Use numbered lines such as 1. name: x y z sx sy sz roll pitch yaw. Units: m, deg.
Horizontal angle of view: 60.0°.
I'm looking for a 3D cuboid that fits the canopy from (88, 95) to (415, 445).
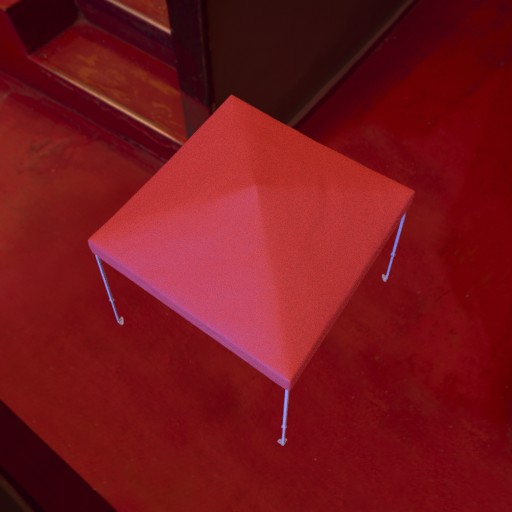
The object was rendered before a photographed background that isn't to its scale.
1. canopy: 0.000 0.000 6.601 3.599 3.600 3.600 32 68 15
